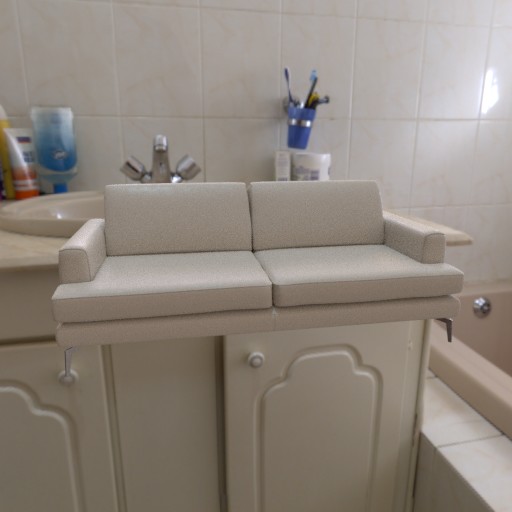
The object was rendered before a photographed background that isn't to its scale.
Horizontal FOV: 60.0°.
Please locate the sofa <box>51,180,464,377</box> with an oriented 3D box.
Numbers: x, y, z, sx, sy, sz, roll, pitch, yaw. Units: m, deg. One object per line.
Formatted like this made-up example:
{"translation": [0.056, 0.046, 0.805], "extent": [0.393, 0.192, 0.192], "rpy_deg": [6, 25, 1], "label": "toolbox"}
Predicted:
{"translation": [0.000, 0.000, 2.462], "extent": [1.940, 0.765, 0.974], "rpy_deg": [-3, 15, -10], "label": "sofa"}
